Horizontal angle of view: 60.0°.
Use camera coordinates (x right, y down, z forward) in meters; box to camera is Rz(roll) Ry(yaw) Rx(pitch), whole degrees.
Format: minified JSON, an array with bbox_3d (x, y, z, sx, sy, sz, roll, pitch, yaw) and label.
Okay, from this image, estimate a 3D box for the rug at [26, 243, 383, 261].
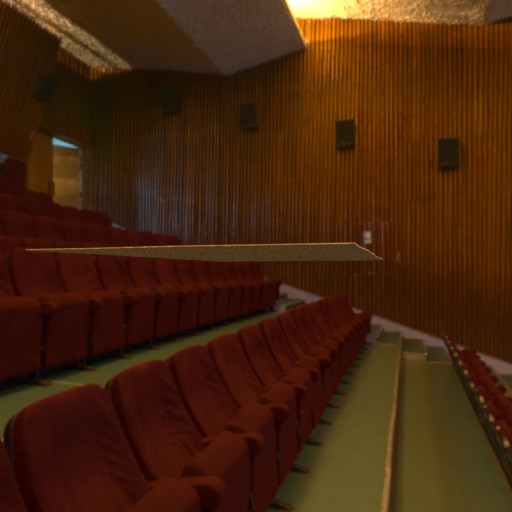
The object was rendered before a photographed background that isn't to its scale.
[{"bbox_3d":[0.000,0.000,2.195,1.146,0.010,1.745,-1,-2,18],"label":"rug"}]
